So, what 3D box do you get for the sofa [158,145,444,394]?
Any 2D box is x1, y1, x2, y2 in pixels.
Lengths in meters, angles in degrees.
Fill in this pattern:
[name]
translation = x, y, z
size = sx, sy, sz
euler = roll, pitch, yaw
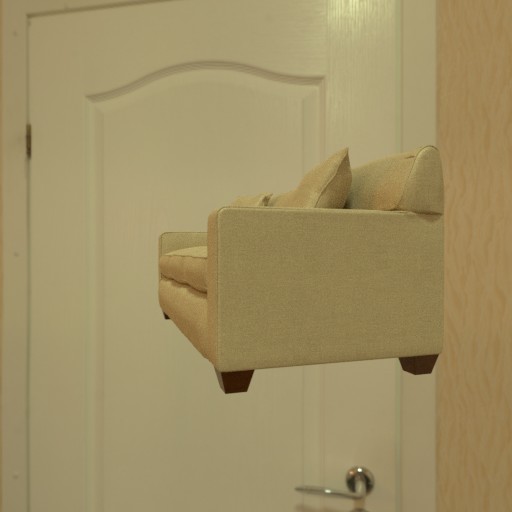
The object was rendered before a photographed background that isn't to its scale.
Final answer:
[sofa]
translation = 0.000, 0.000, 2.593
size = 0.997, 0.958, 2.024
euler = 0, 0, -18
